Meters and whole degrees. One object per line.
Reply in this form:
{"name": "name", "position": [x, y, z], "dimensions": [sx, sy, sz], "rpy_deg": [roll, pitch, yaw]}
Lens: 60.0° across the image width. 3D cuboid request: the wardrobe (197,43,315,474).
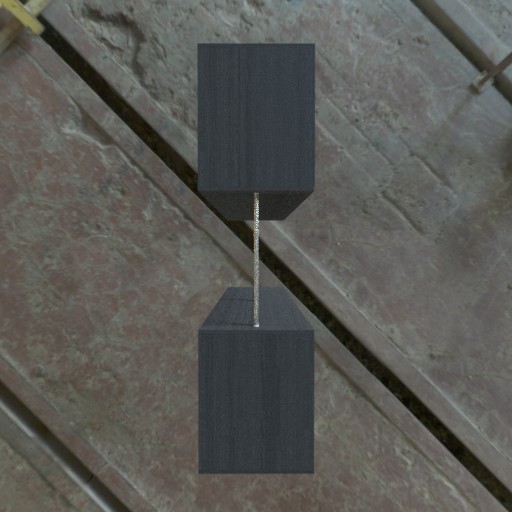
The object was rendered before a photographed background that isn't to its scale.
{"name": "wardrobe", "position": [0.000, 0.000, 2.822], "dimensions": [0.480, 2.000, 1.770], "rpy_deg": [0, 91, 0]}
